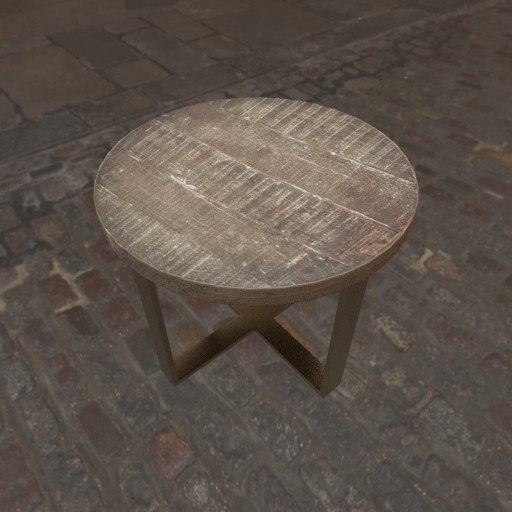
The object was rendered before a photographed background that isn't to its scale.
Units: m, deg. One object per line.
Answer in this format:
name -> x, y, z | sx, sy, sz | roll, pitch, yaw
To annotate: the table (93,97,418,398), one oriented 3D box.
table -> 0.000, 0.000, 0.939 | 0.557, 0.437, 0.557 | 0, 45, 0
